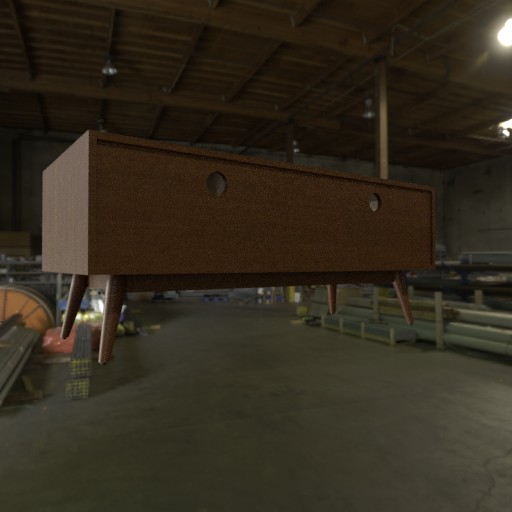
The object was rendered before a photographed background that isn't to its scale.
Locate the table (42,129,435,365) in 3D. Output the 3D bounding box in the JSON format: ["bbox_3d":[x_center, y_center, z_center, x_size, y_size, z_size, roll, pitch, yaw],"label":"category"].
[{"bbox_3d":[0.000,0.000,1.359,1.119,0.464,0.490,1,-1,-35],"label":"table"}]
